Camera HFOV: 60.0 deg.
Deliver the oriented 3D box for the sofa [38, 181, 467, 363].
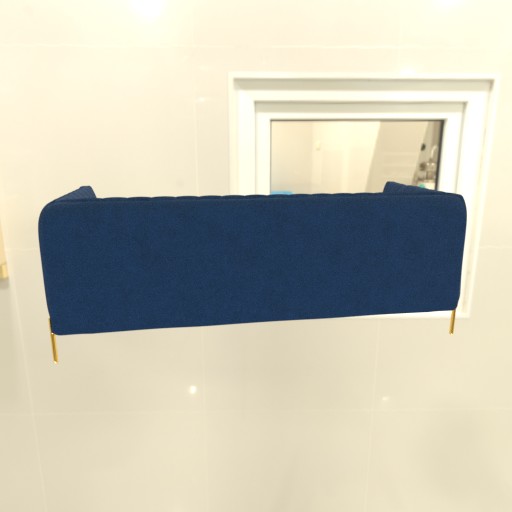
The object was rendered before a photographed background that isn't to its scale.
[{"bbox_3d":[0.000,0.000,2.576,2.136,0.793,0.896,-2,15,-9],"label":"sofa"}]
